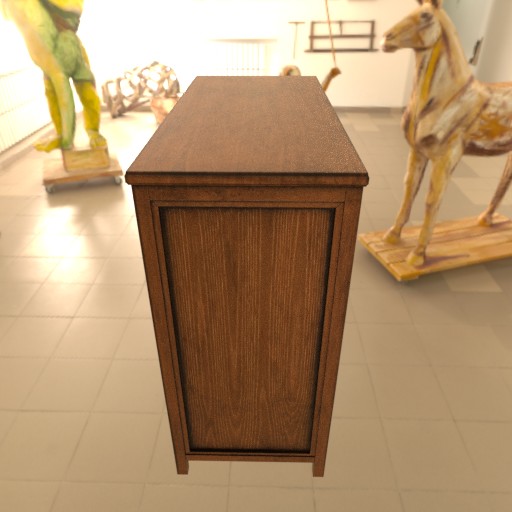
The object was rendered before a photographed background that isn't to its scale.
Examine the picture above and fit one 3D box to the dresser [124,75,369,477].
[{"bbox_3d":[0.000,0.000,1.876,0.591,1.224,1.250,1,32,1],"label":"dresser"}]
